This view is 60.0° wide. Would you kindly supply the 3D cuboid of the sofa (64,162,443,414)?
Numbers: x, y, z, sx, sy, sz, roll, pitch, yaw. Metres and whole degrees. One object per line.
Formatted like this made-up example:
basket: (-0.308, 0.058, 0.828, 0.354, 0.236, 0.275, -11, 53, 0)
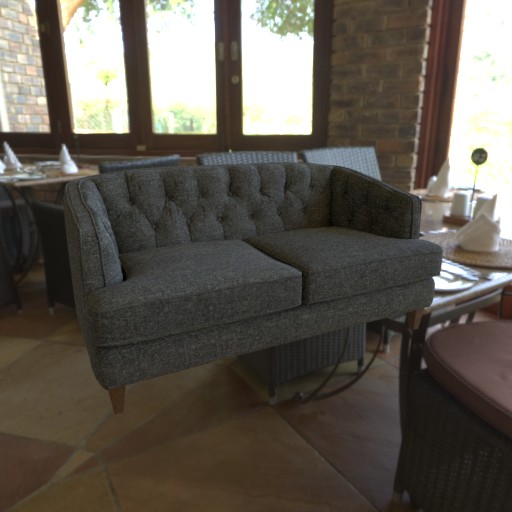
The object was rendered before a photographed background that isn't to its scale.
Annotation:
sofa: (0.000, 0.000, 2.257, 1.733, 0.855, 0.941, -8, 18, -27)
